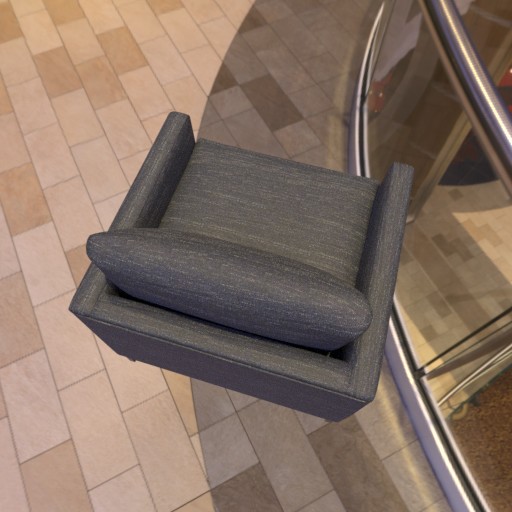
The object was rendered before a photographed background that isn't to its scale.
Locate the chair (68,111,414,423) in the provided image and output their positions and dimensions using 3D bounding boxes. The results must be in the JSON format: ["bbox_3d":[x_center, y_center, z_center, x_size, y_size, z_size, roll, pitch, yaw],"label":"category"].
[{"bbox_3d":[0.000,0.000,1.622,0.963,0.861,0.866,15,64,7],"label":"chair"}]
